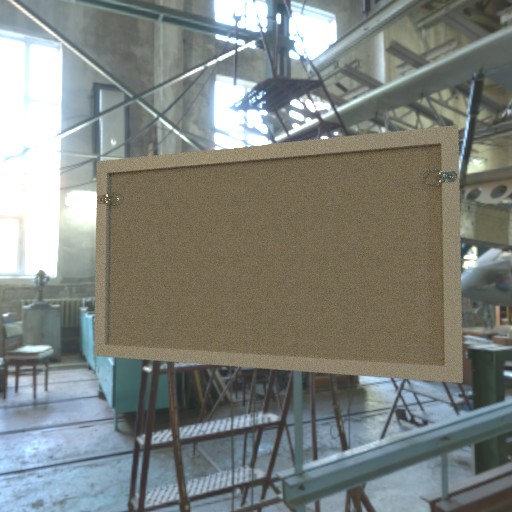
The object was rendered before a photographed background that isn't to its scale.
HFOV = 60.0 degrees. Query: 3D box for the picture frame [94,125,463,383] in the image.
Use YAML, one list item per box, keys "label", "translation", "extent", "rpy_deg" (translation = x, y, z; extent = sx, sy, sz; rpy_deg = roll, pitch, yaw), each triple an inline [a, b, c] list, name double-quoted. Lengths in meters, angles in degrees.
- label: "picture frame"
  translation: [0.000, 0.000, 0.773]
  extent: [0.647, 0.379, 0.044]
  rpy_deg: [-1, -2, 19]
